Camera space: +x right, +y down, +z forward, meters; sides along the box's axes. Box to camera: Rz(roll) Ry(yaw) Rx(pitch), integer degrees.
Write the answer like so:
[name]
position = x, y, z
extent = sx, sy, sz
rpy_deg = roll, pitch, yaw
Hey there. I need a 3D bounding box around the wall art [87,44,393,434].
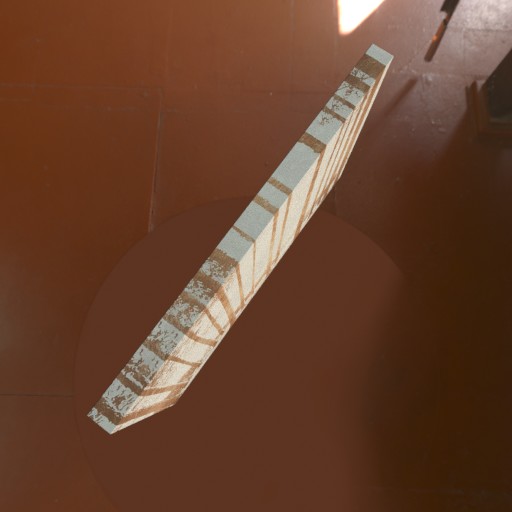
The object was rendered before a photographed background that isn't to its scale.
[wall art]
position = 0.000, 0.000, 0.757
extent = 0.035, 0.405, 0.609
rpy_deg = 35, 79, 8
